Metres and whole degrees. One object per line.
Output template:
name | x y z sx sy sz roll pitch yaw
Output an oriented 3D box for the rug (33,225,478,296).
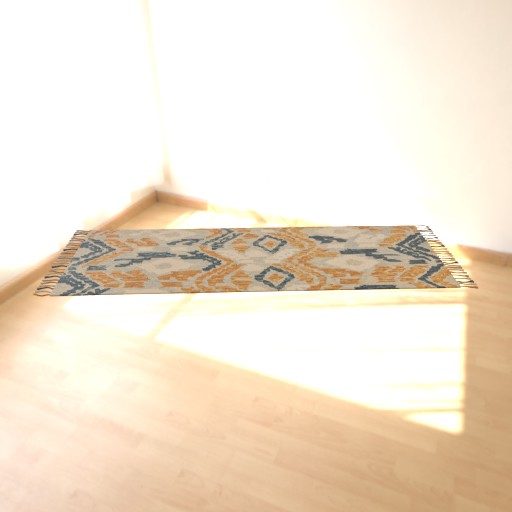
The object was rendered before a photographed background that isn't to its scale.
rug | 0.000 0.000 2.738 2.437 0.010 0.783 -1 31 -2
